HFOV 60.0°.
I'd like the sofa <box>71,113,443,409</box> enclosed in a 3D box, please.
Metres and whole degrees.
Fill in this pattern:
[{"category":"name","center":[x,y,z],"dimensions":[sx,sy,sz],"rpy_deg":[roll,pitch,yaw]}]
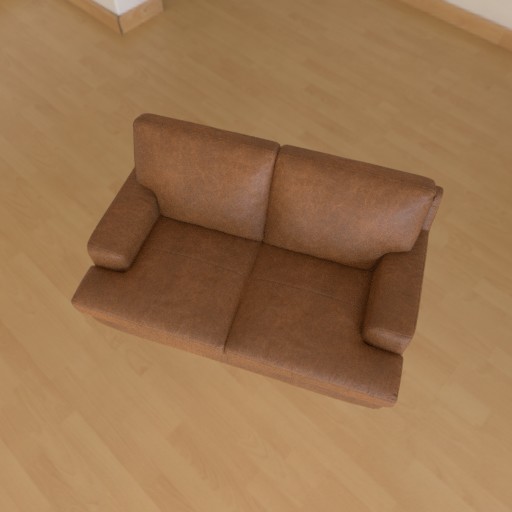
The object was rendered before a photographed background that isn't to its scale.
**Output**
[{"category":"sofa","center":[0.000,0.000,2.533],"dimensions":[1.880,0.966,1.144],"rpy_deg":[15,61,9]}]
